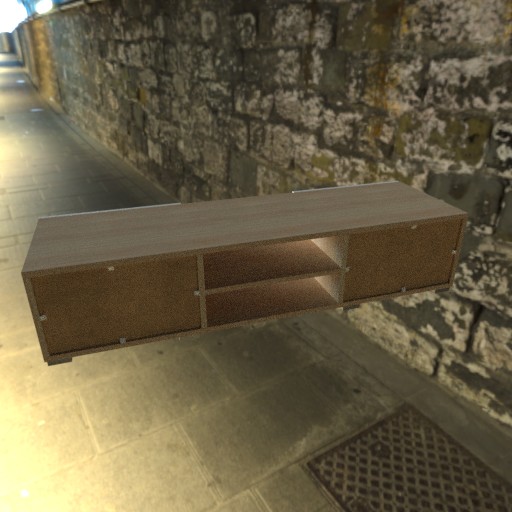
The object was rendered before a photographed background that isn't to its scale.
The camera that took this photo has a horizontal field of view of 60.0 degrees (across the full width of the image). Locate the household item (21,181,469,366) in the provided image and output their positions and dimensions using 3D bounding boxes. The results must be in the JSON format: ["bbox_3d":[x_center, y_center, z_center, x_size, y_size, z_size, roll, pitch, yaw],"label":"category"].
[{"bbox_3d":[0.000,0.000,1.574,1.400,0.310,0.420,-8,27,-16],"label":"household item"}]
